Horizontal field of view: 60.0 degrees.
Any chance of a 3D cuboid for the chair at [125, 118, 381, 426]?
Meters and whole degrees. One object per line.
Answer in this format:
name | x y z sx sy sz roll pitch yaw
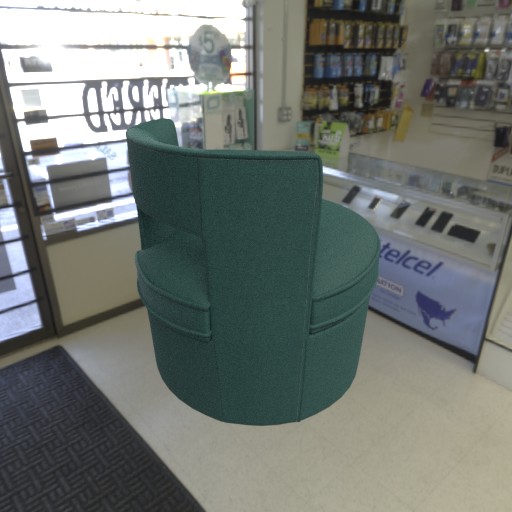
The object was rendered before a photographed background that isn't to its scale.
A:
chair | 0.000 0.000 1.252 0.660 0.711 0.684 -18 30 -33
